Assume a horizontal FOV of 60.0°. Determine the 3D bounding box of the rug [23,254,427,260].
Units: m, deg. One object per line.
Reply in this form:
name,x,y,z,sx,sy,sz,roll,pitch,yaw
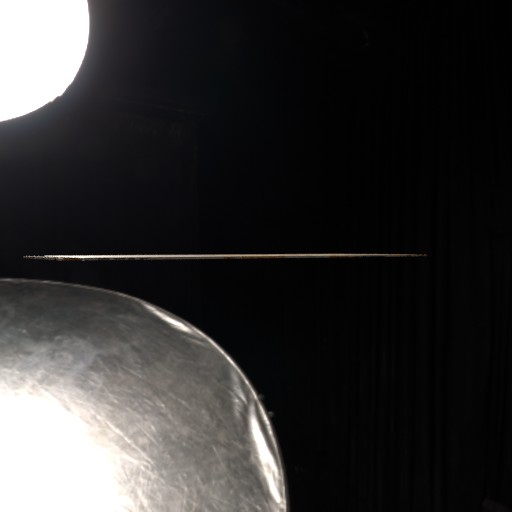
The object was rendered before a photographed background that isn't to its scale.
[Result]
rug,0.000,0.000,2.711,2.437,0.010,0.783,0,1,-37
